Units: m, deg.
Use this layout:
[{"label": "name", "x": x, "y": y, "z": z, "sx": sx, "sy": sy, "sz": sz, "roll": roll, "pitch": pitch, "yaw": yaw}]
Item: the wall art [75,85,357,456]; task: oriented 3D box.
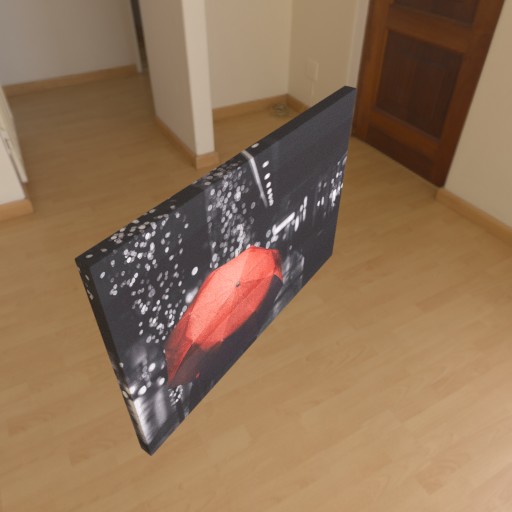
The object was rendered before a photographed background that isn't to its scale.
[{"label": "wall art", "x": 0.000, "y": 0.000, "z": 1.153, "sx": 0.038, "sy": 0.609, "sz": 0.914, "roll": 25, "pitch": 46, "yaw": 26}]
